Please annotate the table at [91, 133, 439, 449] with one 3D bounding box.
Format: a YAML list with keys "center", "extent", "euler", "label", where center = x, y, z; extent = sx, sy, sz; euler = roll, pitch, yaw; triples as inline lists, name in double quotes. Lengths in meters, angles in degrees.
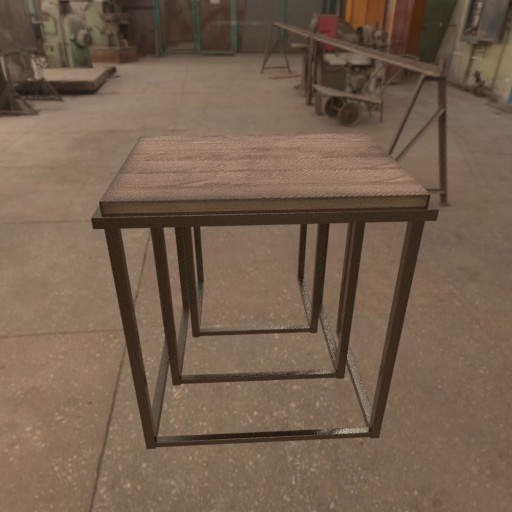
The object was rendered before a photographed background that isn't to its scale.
- center: [0.000, 0.000, 1.155]
  extent: [0.559, 0.610, 0.706]
  euler: [-2, 30, -3]
  label: "table"
